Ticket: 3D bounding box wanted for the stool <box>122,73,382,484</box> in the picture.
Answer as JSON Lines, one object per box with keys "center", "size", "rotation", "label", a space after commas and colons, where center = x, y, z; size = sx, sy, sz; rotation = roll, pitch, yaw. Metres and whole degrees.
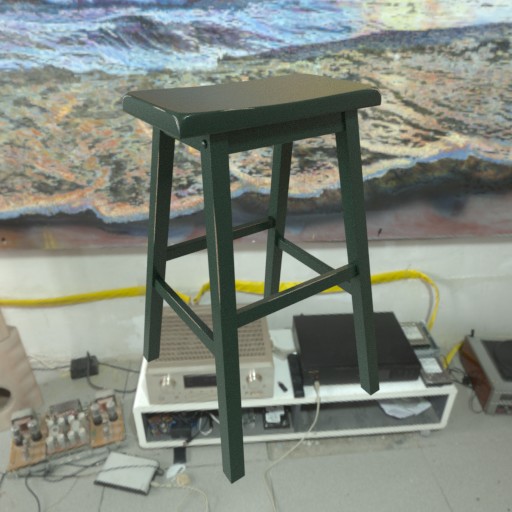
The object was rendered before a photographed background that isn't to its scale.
{"center": [0.000, 0.000, 1.032], "size": [0.457, 0.737, 0.476], "rotation": [-19, 35, -30], "label": "stool"}
